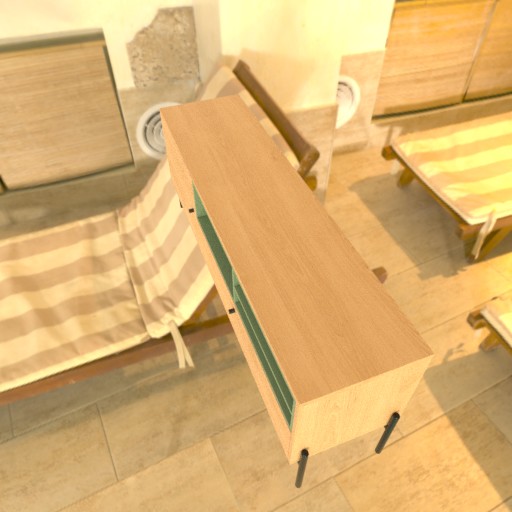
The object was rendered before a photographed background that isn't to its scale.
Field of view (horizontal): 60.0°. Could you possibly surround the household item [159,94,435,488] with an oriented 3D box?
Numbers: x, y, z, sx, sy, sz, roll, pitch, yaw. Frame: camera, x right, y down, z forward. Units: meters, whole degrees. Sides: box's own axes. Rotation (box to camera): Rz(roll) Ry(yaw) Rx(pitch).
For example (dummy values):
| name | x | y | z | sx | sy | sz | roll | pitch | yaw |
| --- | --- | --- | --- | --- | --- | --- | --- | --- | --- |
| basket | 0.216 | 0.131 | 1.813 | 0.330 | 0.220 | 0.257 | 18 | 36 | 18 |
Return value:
| name | x | y | z | sx | sy | sz | roll | pitch | yaw |
| --- | --- | --- | --- | --- | --- | --- | --- | --- | --- |
| household item | 0.000 | 0.000 | 1.785 | 0.400 | 0.600 | 1.550 | -16 | 48 | -14 |
